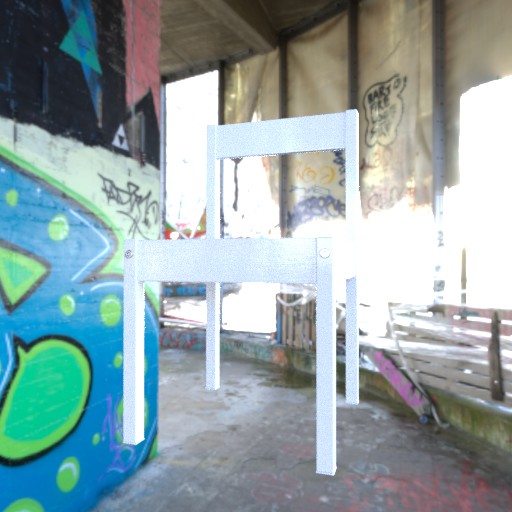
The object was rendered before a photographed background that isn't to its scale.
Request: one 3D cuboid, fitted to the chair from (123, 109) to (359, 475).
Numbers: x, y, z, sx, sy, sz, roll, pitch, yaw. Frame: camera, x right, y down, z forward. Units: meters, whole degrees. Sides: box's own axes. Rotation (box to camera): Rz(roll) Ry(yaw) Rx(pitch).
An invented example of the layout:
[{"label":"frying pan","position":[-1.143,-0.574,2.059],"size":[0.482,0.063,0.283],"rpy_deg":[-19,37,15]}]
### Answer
[{"label":"chair","position":[0.000,0.000,0.687],"size":[0.285,0.505,0.285],"rpy_deg":[0,0,19]}]
